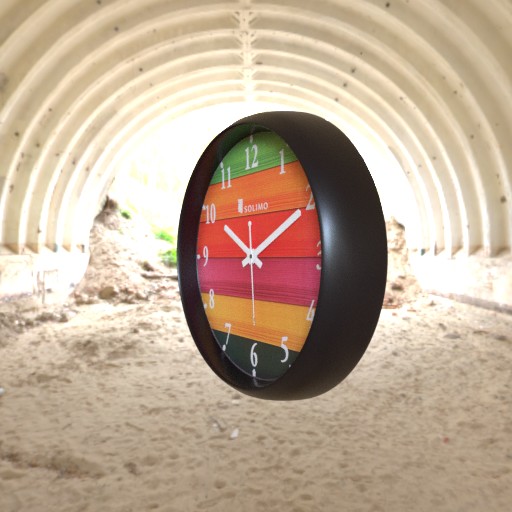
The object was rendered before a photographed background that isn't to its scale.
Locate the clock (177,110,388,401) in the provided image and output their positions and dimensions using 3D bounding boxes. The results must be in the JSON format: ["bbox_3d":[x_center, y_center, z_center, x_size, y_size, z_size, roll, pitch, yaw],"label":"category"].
[{"bbox_3d":[0.000,0.000,0.464,0.060,0.300,0.300,-1,1,-35],"label":"clock"}]
